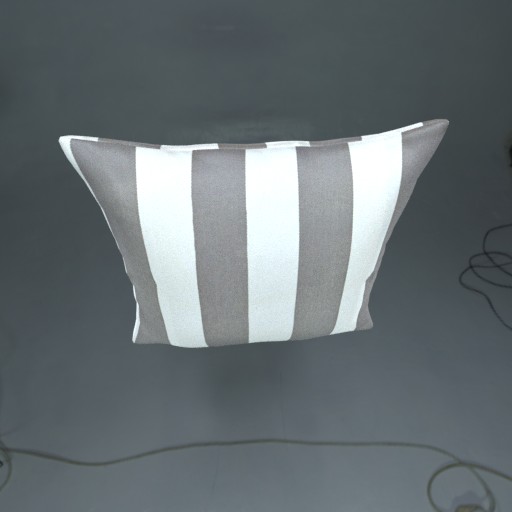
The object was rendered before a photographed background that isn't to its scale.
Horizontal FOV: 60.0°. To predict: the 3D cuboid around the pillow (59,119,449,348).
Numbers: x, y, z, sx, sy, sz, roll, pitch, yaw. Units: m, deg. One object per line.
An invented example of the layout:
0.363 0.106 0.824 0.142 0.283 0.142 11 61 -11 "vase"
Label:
0.000 0.000 0.773 0.522 0.507 0.192 -3 48 -3 "pillow"
